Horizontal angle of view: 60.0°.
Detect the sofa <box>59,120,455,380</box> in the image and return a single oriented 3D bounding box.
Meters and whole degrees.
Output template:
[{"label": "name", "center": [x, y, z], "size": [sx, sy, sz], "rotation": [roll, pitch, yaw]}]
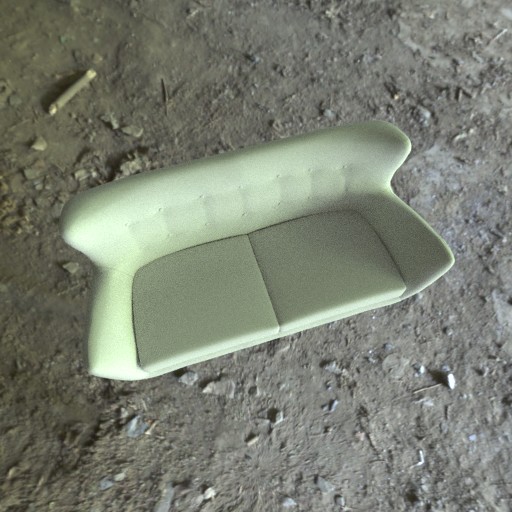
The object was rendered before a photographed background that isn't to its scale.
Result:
[{"label": "sofa", "center": [0.000, 0.000, 2.499], "size": [1.930, 0.890, 0.899], "rotation": [-16, 65, -7]}]
